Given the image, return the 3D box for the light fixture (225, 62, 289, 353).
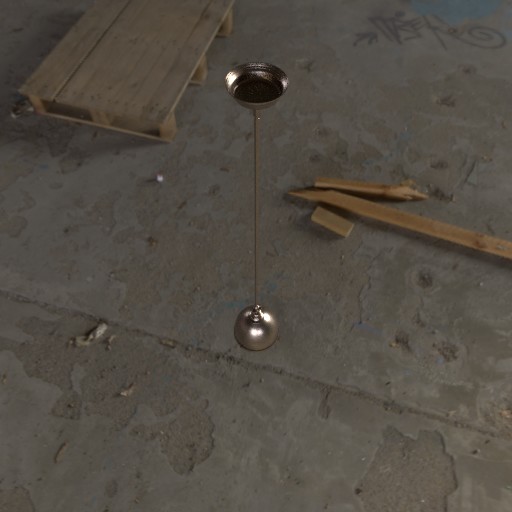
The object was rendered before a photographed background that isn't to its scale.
[{"bbox_3d":[0.000,0.000,1.491,0.211,1.367,0.217,32,64,18],"label":"light fixture"}]
